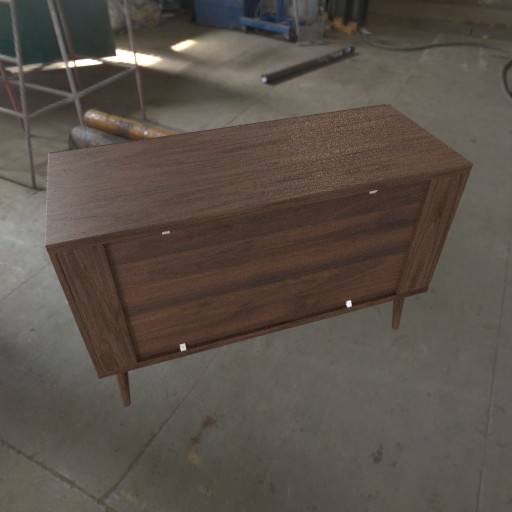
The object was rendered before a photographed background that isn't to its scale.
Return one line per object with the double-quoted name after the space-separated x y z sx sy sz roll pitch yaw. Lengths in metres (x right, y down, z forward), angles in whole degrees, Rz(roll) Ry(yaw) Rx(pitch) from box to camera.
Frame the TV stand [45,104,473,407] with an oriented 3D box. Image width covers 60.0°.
0.000 0.000 1.330 0.990 0.660 0.405 -12 43 -14 "TV stand"
